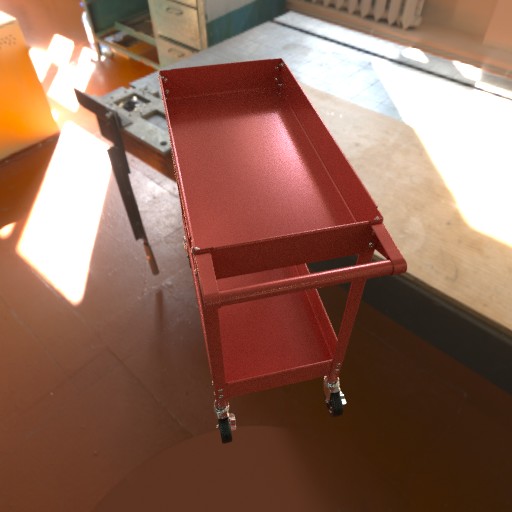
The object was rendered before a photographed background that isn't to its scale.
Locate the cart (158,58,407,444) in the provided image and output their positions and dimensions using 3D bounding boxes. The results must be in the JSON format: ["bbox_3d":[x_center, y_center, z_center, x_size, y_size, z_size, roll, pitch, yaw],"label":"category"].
[{"bbox_3d":[0.000,0.000,1.201,0.366,0.719,0.779,-10,48,-9],"label":"cart"}]
